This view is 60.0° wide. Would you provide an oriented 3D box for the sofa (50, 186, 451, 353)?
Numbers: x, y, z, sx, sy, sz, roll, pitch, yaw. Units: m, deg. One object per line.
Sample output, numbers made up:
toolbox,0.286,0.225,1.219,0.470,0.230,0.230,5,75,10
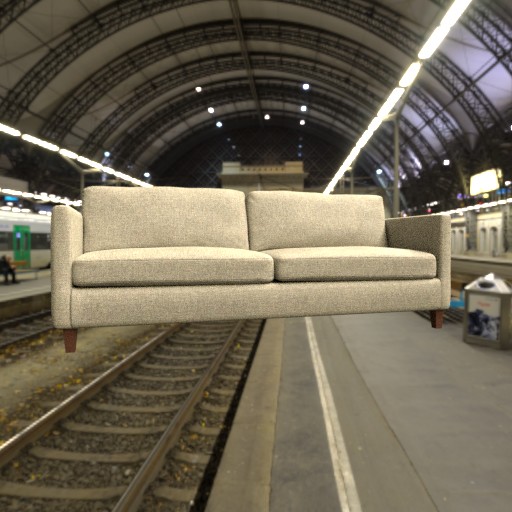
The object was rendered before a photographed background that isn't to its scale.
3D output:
sofa,0.000,0.000,2.990,2.434,0.951,0.948,0,2,-17
